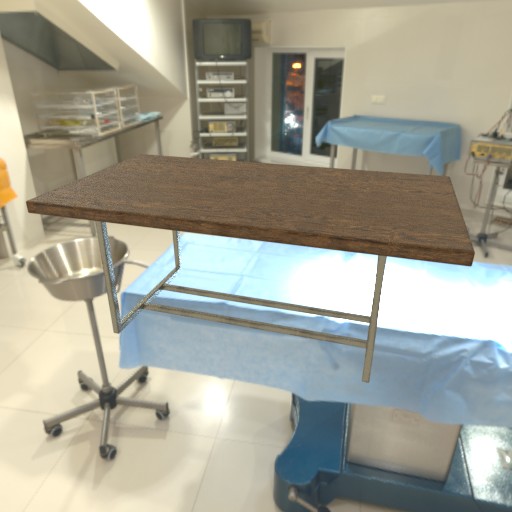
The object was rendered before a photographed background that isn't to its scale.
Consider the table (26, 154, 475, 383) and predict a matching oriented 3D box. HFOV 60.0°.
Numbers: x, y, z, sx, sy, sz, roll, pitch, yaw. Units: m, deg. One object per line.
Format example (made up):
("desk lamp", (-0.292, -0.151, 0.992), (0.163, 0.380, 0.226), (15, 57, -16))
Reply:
("table", (0.000, 0.000, 2.500), (1.989, 0.795, 1.078), (7, 26, 15))
